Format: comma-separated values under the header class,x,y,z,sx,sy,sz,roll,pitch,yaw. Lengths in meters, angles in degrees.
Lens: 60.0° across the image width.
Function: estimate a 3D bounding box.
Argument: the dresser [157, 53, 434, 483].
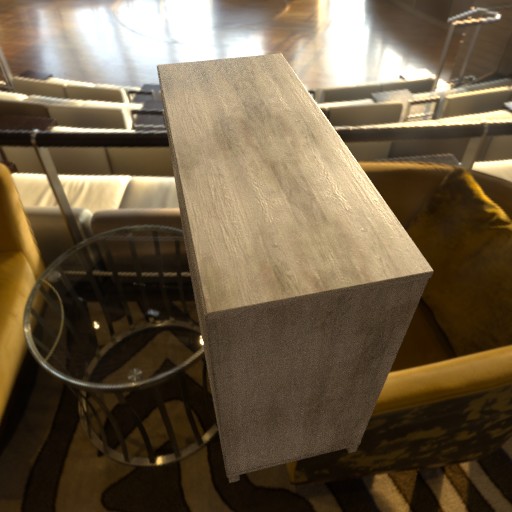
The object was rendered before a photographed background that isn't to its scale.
class,x,y,z,sx,sy,sz,roll,pitch,yaw
dresser,0.000,0.000,1.371,0.404,0.816,0.994,-10,46,-9
